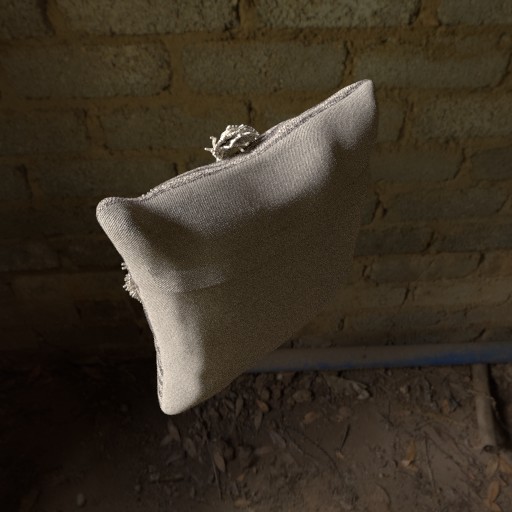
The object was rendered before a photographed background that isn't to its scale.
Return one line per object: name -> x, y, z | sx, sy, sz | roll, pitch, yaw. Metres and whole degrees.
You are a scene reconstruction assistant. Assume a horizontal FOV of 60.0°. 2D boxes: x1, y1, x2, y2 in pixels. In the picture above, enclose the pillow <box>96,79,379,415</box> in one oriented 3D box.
pillow -> 0.000, 0.000, 0.768 | 0.484, 0.490, 0.234 | -33, 54, -28
